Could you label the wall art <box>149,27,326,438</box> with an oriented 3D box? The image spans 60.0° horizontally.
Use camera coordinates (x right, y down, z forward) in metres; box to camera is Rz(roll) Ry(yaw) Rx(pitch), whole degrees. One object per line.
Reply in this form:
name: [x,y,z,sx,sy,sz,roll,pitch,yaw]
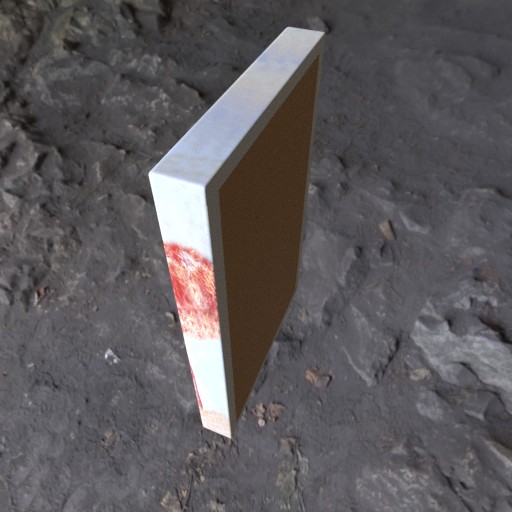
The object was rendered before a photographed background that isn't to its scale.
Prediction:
wall art: [0.000,0.000,0.478,0.039,0.380,0.251,17,49,15]
